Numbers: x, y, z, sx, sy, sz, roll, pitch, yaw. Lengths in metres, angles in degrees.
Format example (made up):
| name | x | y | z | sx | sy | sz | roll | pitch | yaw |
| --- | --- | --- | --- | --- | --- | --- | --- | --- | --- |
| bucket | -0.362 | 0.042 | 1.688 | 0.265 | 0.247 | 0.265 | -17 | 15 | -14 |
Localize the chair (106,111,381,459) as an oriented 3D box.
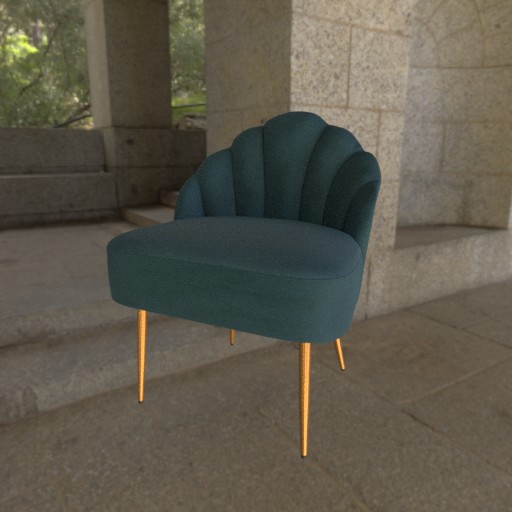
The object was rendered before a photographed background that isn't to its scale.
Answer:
| name | x | y | z | sx | sy | sz | roll | pitch | yaw |
| --- | --- | --- | --- | --- | --- | --- | --- | --- | --- |
| chair | 0.000 | 0.000 | 1.260 | 0.657 | 0.819 | 0.599 | 7 | 16 | 26 |
